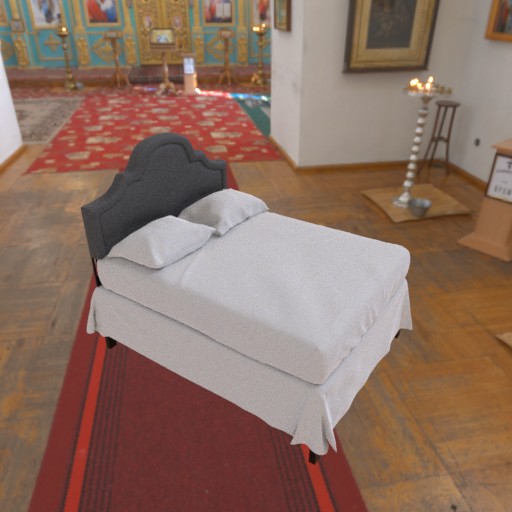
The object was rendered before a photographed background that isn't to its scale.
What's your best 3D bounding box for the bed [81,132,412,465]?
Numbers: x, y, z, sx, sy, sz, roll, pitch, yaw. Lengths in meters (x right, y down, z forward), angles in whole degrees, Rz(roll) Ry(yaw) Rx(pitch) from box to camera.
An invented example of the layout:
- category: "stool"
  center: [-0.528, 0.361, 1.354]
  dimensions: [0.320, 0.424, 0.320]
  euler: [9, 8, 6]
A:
- category: "bed"
  center: [0.000, 0.000, 3.438]
  dimensions: [2.222, 1.634, 1.780]
  euler: [18, 33, 30]
